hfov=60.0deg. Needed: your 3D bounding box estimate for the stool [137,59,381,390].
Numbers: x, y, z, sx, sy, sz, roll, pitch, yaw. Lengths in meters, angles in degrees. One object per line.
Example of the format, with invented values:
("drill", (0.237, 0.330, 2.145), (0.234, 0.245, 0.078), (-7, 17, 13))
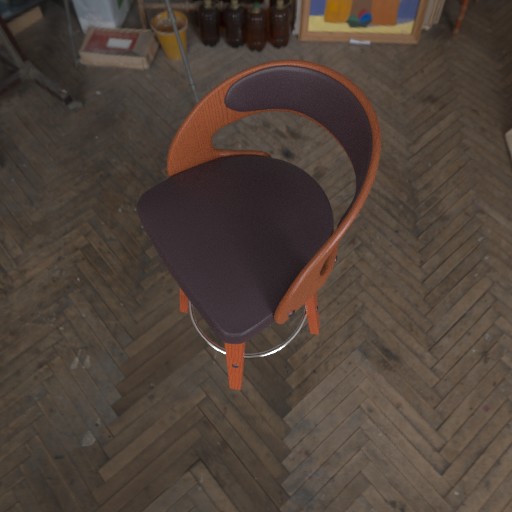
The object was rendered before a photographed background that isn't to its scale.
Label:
("stool", (0.000, 0.000, 1.196), (0.457, 0.940, 0.457), (-32, 68, -15))
